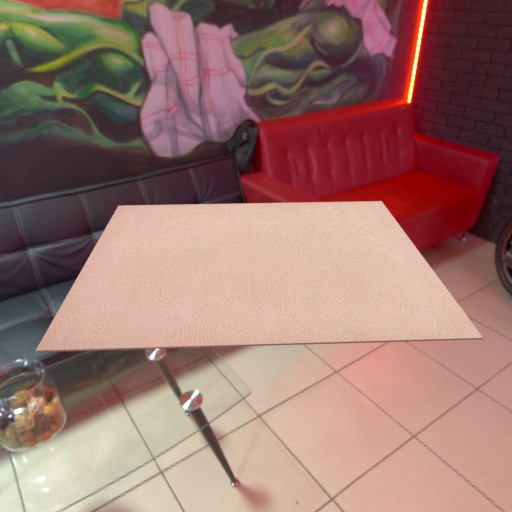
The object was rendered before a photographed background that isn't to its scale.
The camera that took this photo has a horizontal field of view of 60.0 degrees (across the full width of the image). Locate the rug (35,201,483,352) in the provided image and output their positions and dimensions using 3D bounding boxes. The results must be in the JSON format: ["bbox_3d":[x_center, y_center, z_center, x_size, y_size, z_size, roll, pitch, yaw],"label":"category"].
[{"bbox_3d":[0.000,0.000,3.446,2.584,0.011,2.073,-1,30,-2],"label":"rug"}]
